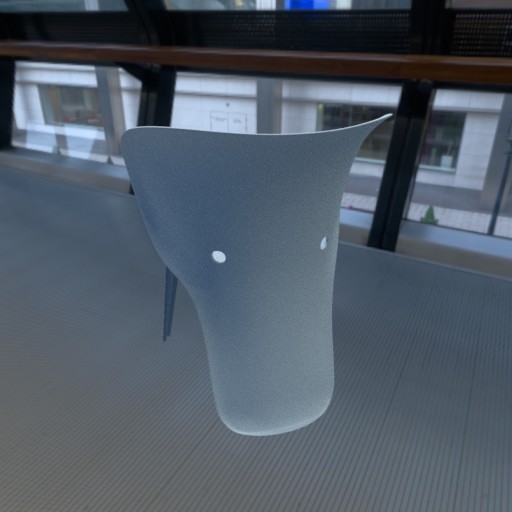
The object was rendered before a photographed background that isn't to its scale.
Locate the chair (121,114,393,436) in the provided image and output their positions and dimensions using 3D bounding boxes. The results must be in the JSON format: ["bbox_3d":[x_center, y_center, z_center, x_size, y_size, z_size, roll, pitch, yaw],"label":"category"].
[{"bbox_3d":[0.000,0.000,0.865,0.451,0.554,0.402,-8,27,-16],"label":"chair"}]
